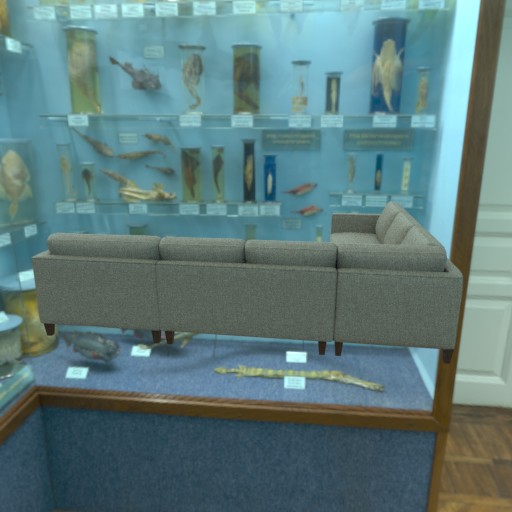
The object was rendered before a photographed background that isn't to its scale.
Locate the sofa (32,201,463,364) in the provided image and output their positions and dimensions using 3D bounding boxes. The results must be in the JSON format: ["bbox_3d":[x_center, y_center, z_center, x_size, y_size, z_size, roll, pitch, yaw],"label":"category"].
[{"bbox_3d":[0.000,0.000,4.633,3.403,0.889,2.551,2,16,8],"label":"sofa"}]
